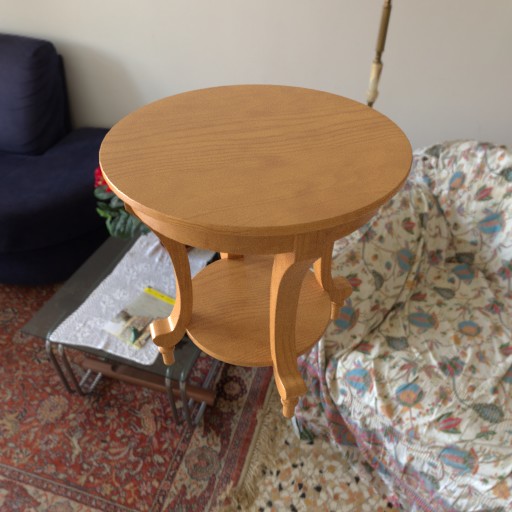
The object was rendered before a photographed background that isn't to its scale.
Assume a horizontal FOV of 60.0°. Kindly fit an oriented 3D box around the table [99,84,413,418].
[{"bbox_3d":[0.000,0.000,1.068,0.597,0.612,0.597,0,40,0],"label":"table"}]
